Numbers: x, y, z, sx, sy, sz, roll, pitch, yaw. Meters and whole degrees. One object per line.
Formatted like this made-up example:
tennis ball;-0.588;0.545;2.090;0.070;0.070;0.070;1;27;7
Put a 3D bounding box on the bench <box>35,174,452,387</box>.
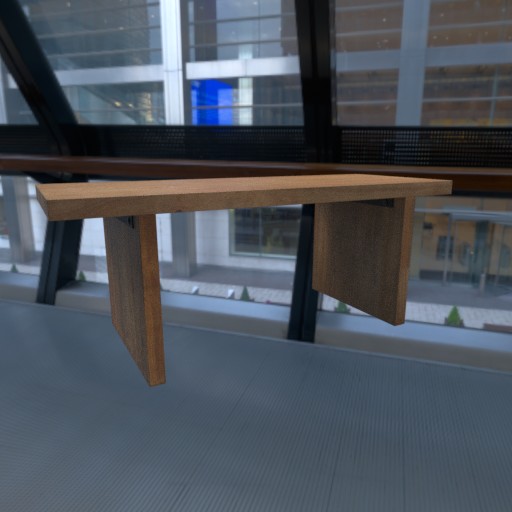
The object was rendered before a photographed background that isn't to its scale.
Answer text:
bench;0.000;0.000;1.394;1.183;0.458;0.458;-7;15;-28
